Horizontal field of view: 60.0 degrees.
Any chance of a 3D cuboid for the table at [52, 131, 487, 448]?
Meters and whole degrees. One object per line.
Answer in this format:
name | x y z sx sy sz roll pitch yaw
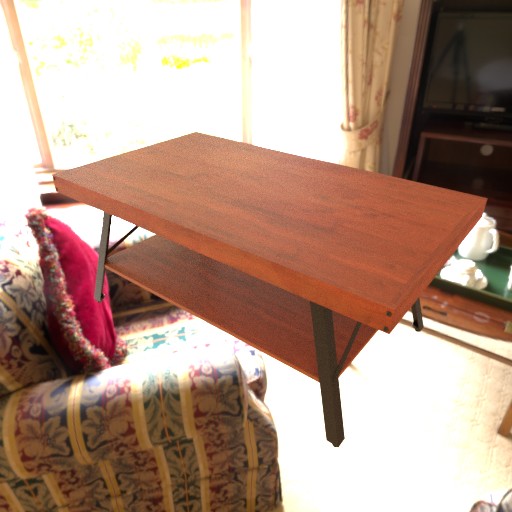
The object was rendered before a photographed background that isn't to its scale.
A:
table | 0.000 0.000 1.355 1.067 0.457 0.610 22 37 32
